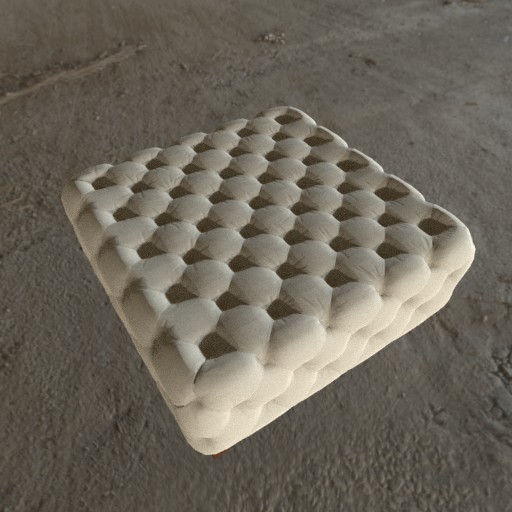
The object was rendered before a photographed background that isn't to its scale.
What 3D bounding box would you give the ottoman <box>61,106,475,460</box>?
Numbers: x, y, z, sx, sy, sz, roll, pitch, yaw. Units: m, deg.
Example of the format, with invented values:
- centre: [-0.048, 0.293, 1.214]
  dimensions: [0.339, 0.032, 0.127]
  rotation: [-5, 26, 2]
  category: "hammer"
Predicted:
- centre: [0.000, 0.000, 1.170]
  dimensions: [0.755, 0.376, 0.753]
  rotation: [-25, 51, -22]
  category: "ottoman"
